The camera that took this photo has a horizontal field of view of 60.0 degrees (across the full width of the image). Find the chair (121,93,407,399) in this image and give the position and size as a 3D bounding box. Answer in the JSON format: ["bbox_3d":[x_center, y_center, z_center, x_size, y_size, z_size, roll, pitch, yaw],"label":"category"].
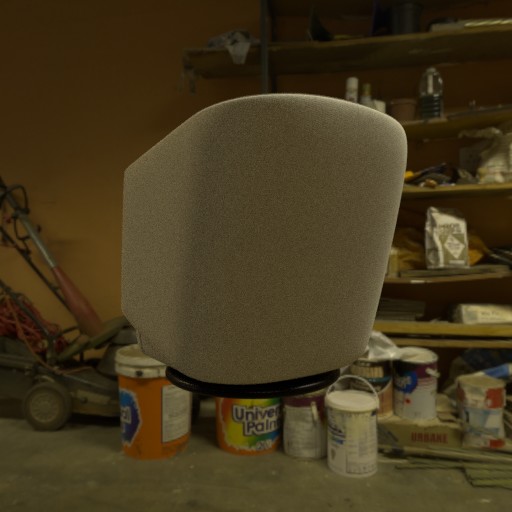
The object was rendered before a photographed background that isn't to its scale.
[{"bbox_3d":[0.000,0.000,1.623,0.822,0.861,0.986,0,0,-35],"label":"chair"}]
